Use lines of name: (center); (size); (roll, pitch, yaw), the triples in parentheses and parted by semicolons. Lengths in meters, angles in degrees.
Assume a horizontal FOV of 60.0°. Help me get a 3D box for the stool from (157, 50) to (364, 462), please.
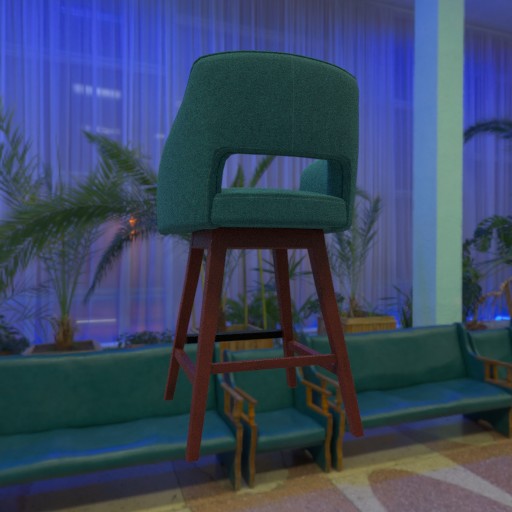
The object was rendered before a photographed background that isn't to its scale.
stool: (0.000, 0.000, 1.298); (0.548, 0.961, 0.556); (0, 1, -18)
